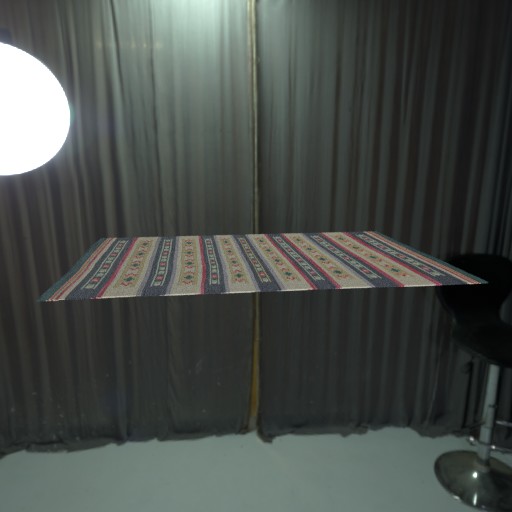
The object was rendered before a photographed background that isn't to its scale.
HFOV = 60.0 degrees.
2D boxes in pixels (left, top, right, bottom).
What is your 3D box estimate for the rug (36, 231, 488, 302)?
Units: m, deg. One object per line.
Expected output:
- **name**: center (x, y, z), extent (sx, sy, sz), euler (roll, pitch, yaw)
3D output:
- **rug**: center (0.000, 0.000, 2.958), extent (2.311, 0.010, 1.522), euler (-2, 14, -7)
